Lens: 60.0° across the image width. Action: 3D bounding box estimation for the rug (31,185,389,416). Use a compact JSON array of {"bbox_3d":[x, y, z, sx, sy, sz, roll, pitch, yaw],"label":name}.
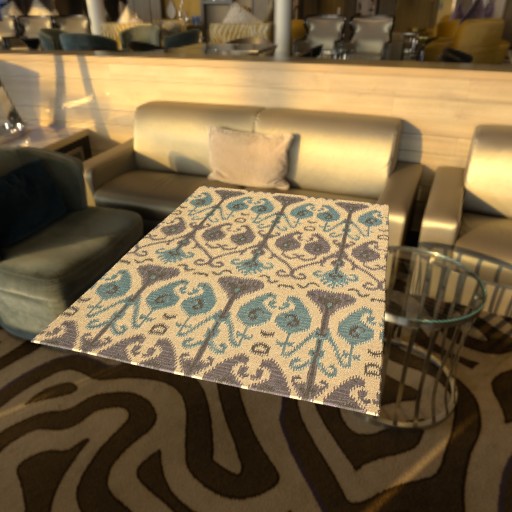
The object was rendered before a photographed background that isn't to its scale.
[{"bbox_3d":[0.000,0.000,2.925,1.676,0.013,2.261,8,30,14],"label":"rug"}]
